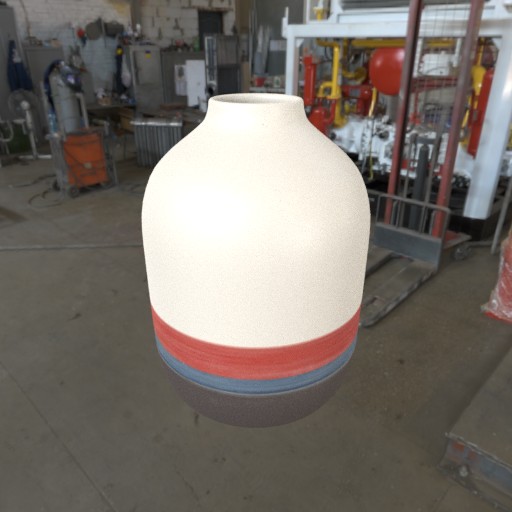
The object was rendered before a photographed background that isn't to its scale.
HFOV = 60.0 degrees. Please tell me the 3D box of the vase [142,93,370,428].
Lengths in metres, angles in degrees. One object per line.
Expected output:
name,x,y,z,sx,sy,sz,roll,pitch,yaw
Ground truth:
vase,0.000,0.000,0.350,0.169,0.237,0.169,0,26,0
